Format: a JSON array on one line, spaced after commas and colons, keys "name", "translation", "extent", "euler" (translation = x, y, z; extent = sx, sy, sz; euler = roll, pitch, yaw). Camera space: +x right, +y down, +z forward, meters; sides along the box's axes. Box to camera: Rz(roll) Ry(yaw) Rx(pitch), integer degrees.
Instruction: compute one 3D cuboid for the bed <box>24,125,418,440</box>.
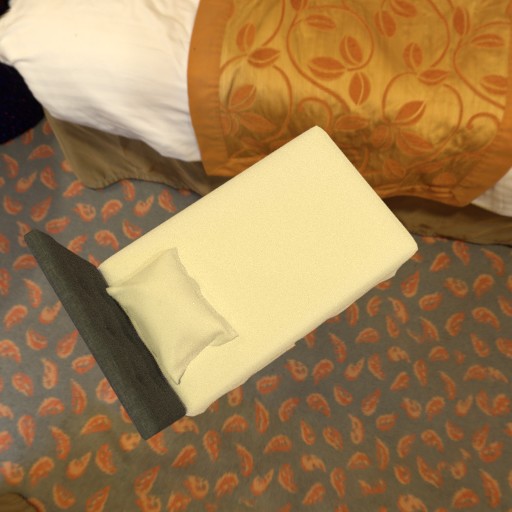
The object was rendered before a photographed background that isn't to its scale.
[{"name": "bed", "translation": [0.000, 0.000, 2.909], "extent": [1.997, 1.571, 1.261], "euler": [-34, 78, -8]}]
